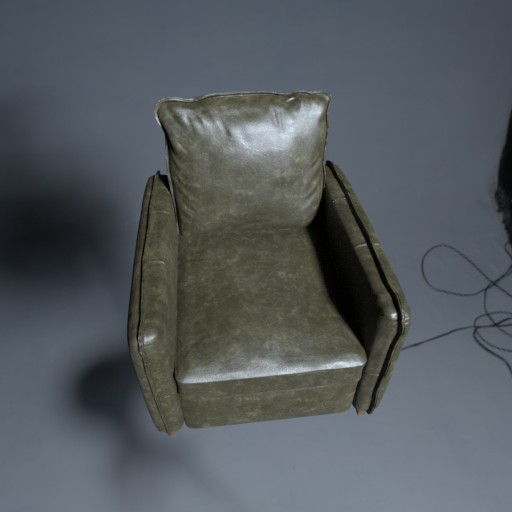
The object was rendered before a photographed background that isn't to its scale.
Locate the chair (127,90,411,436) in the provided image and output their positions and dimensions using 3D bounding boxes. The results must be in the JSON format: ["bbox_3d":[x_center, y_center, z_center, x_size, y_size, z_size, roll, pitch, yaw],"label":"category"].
[{"bbox_3d":[0.000,0.000,1.575,0.830,0.921,0.921,-5,44,-5],"label":"chair"}]
